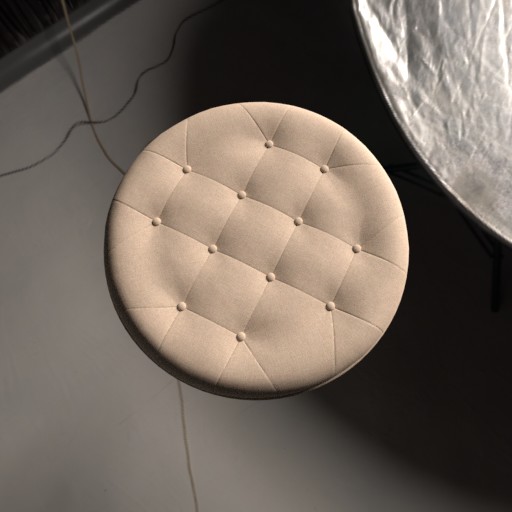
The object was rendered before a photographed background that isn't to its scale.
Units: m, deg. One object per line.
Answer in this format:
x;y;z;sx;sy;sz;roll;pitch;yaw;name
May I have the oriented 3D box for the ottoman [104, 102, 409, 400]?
0.000;0.000;1.400;0.848;0.494;0.848;0;76;0;ottoman
